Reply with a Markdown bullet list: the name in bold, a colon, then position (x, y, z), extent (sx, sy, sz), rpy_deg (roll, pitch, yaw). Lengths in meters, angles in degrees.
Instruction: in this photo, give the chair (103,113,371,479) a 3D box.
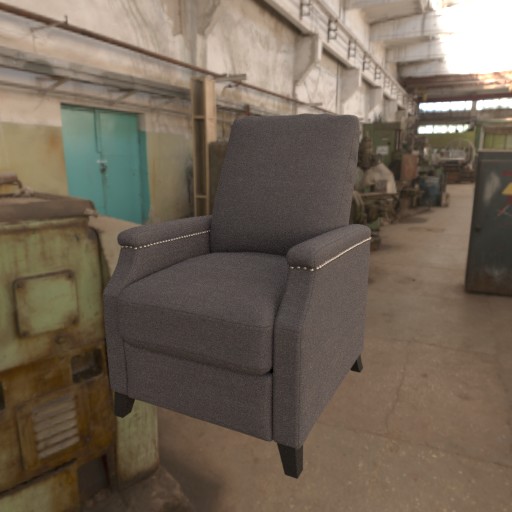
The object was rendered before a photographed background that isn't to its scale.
- **chair**: position (0.000, 0.000, 1.640), extent (0.710, 1.049, 0.922), rpy_deg (6, 14, 26)
